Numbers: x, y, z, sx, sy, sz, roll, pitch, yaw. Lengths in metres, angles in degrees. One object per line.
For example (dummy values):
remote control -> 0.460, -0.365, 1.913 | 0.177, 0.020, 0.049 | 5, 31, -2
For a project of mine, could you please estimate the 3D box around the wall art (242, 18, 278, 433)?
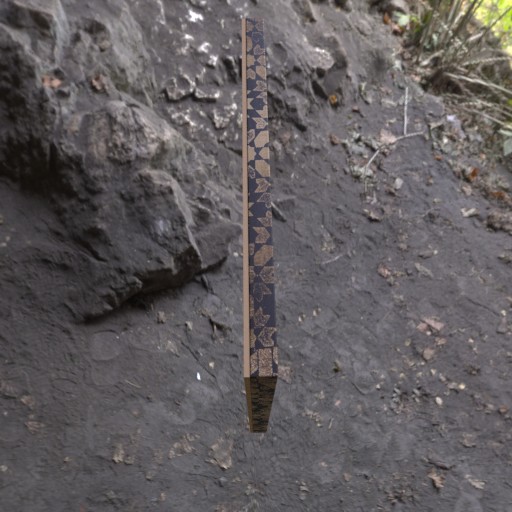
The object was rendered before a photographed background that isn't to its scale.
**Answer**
wall art -> 0.000, 0.000, 0.898 | 0.038, 0.612, 0.612 | -1, 63, 0
